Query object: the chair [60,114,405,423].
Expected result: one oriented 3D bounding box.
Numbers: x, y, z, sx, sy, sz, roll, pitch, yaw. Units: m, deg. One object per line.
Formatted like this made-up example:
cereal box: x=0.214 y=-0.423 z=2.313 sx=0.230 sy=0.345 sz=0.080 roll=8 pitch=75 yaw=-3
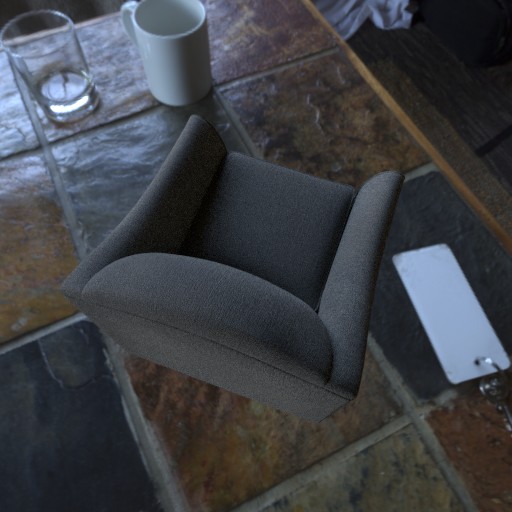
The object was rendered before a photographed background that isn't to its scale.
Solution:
chair: x=0.000 y=0.000 z=1.449 sx=0.763 sy=0.839 sz=0.787 roll=18 pitch=66 yaw=8
